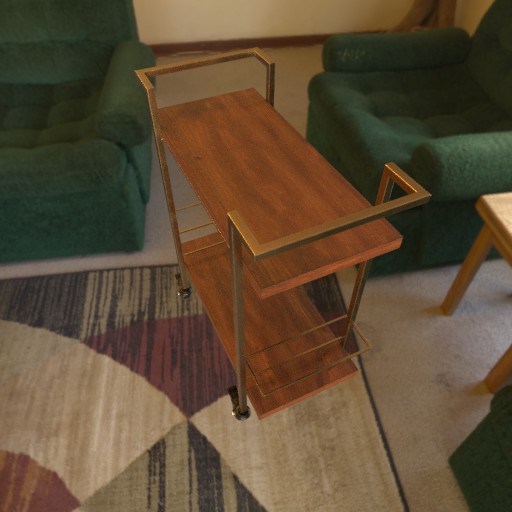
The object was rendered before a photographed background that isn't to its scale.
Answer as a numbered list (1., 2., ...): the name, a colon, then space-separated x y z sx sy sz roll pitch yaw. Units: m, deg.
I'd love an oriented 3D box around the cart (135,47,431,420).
1. cart: 0.000 0.000 1.206 0.364 0.807 0.695 -19 50 -17
